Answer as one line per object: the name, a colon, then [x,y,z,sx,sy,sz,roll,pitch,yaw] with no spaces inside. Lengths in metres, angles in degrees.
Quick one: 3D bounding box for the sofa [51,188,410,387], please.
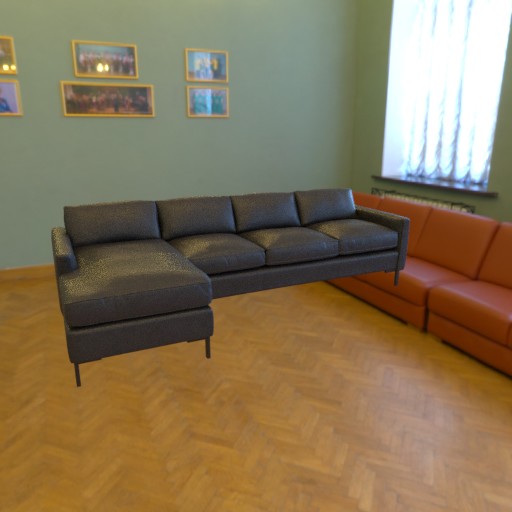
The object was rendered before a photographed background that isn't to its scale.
sofa: [0.000,0.000,3.617,2.993,0.859,1.471,-7,17,-24]
